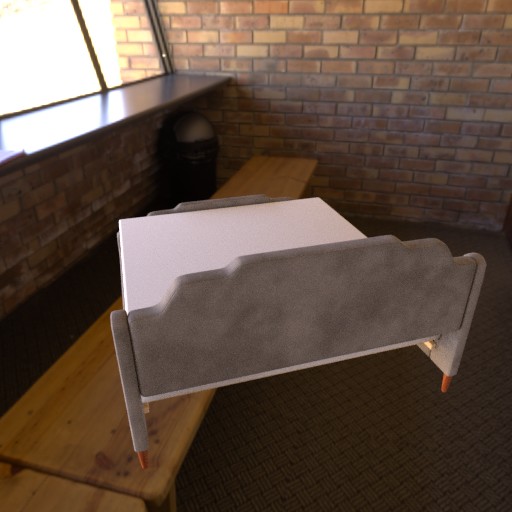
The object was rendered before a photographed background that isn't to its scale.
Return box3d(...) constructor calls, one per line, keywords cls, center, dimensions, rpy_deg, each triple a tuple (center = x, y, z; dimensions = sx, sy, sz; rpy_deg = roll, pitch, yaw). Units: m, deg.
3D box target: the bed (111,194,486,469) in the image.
box3d(cls="bed", center=(0.000, 0.000, 3.434), dimensions=(2.074, 1.245, 2.340), rpy_deg=(-8, 29, -15))
